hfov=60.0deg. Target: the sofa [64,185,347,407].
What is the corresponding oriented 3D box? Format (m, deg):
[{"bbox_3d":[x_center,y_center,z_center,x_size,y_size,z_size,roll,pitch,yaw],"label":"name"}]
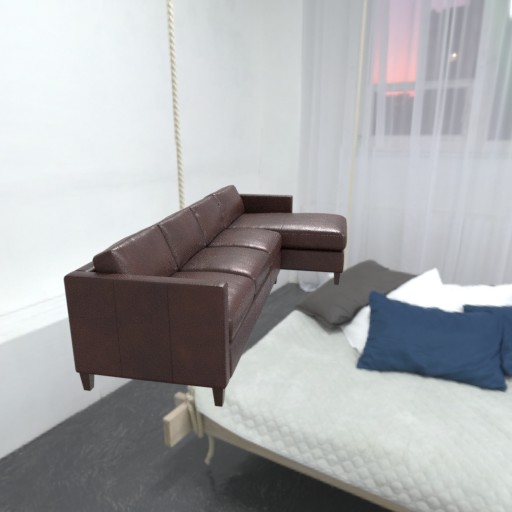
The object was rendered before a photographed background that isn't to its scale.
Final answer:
[{"bbox_3d":[0.000,0.000,3.909,1.581,0.883,3.203,3,17,11],"label":"sofa"}]
